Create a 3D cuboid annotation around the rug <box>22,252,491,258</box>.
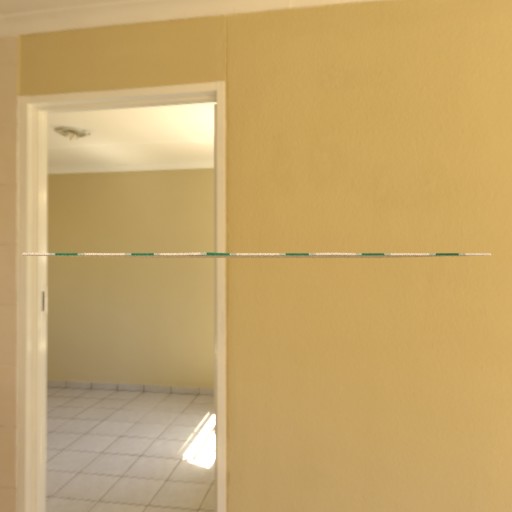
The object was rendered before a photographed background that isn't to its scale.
[{"bbox_3d":[0.000,0.000,4.072,3.041,0.019,2.434,0,-1,-1],"label":"rug"}]
